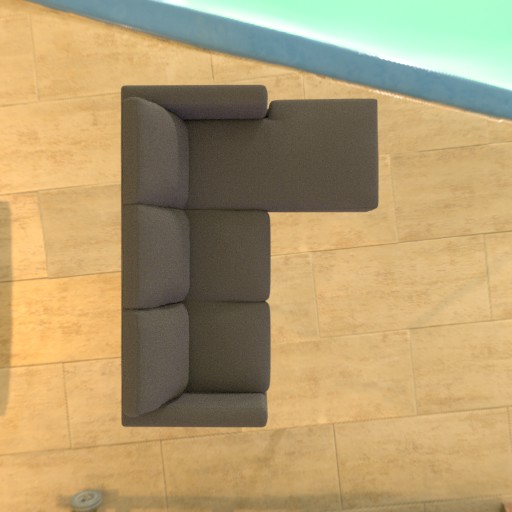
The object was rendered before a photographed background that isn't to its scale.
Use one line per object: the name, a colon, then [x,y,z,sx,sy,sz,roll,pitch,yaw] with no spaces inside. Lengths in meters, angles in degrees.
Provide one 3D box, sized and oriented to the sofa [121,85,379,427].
sofa: [0.000,0.000,2.856,1.591,0.897,2.031,0,90,1]
